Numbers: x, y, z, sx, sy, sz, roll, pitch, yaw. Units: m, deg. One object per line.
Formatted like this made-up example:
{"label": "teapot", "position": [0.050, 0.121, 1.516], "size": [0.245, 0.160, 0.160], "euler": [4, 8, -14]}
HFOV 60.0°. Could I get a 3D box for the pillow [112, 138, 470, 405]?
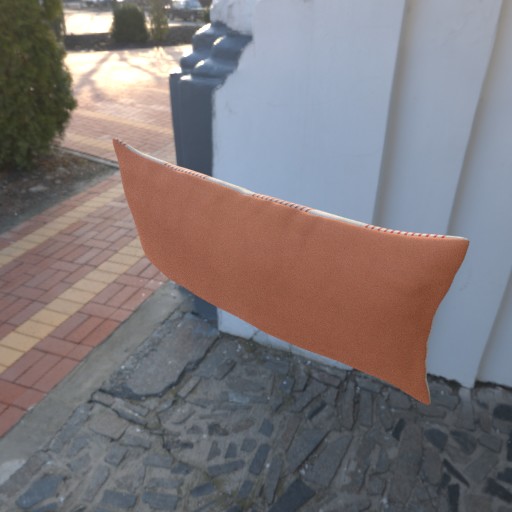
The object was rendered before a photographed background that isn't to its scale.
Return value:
{"label": "pillow", "position": [0.000, 0.000, 0.709], "size": [0.608, 0.292, 0.156], "euler": [22, 37, 33]}
